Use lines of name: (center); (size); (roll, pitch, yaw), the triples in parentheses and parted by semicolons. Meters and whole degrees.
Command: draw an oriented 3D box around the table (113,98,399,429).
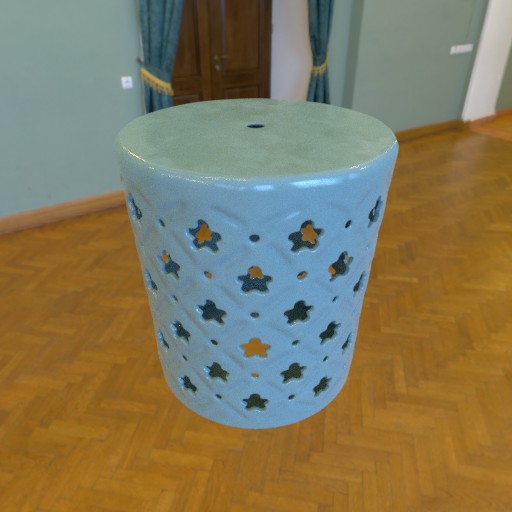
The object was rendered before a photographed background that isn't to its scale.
table: (0.000, 0.000, 0.660); (0.352, 0.387, 0.352); (0, 31, 0)
